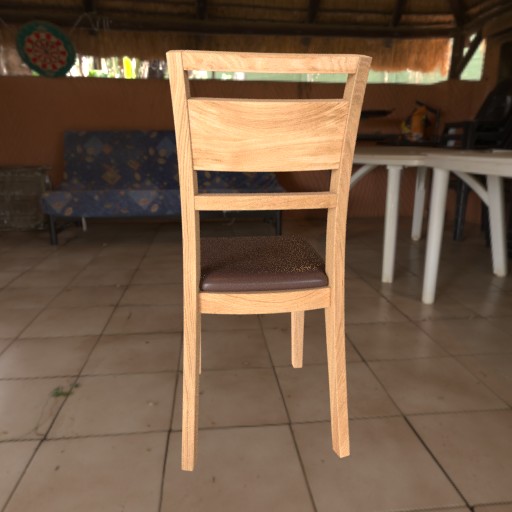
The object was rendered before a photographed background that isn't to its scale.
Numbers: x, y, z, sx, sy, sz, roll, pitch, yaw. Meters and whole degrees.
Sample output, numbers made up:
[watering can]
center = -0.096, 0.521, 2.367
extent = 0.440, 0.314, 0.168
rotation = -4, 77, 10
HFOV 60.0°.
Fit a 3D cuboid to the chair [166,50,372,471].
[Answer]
[chair]
center = 0.000, 0.000, 1.204
extent = 0.420, 0.940, 0.545
rotation = -2, 15, -7
